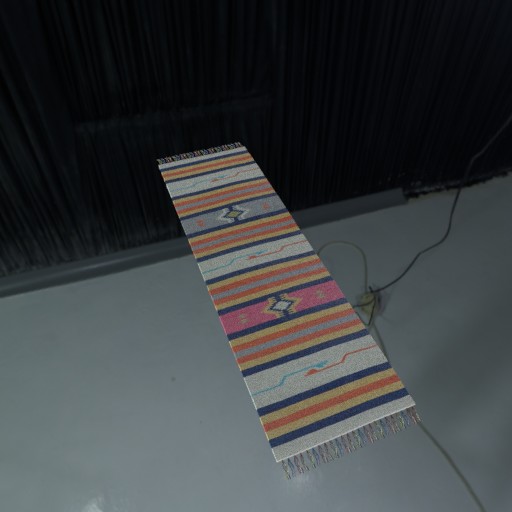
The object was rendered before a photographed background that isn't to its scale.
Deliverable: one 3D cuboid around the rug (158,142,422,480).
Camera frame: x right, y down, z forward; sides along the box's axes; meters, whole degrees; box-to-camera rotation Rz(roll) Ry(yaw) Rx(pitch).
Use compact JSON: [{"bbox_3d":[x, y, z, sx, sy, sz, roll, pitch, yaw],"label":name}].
[{"bbox_3d":[0.000,0.000,2.689,0.695,0.017,2.455,-16,49,-14],"label":"rug"}]
